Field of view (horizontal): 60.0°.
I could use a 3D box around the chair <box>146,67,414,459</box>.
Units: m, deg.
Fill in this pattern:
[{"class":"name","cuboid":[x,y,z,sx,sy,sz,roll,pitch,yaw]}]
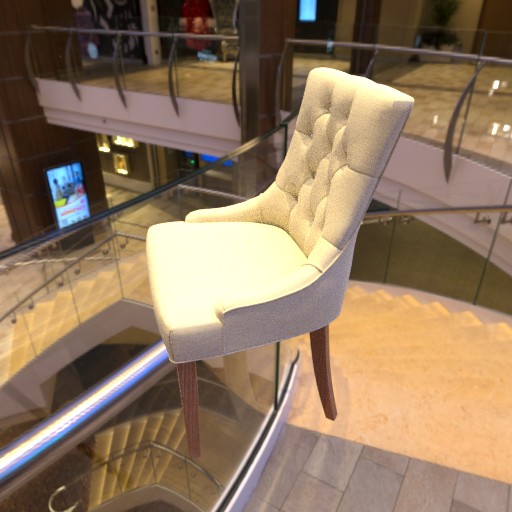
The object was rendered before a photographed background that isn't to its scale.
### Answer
[{"class":"chair","cuboid":[0.000,0.000,1.177,0.565,0.874,0.509,-8,31,-14]}]
